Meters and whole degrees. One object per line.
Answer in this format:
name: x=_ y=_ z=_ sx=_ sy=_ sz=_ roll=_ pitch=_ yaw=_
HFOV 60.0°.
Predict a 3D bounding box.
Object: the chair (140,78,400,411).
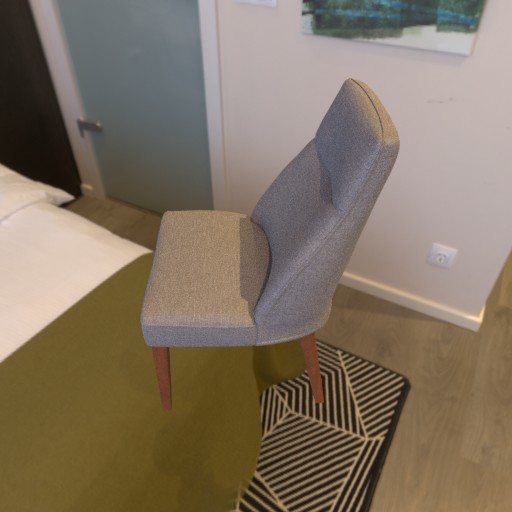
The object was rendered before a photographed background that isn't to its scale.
chair: x=0.000 y=0.000 z=1.319 sx=0.620 sy=0.930 sz=0.500 roll=-1 pitch=41 yaw=-1
